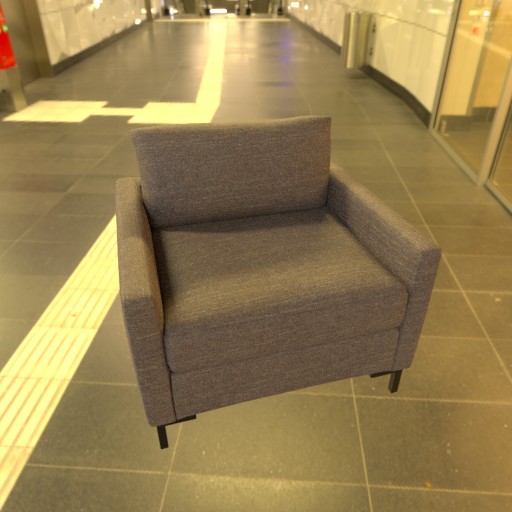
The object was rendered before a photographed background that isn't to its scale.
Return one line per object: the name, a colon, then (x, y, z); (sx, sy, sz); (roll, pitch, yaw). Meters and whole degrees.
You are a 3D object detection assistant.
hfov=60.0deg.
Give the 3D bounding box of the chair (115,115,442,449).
chair: (0.000, 0.000, 1.608); (0.940, 0.841, 0.845); (-9, 33, -13)
